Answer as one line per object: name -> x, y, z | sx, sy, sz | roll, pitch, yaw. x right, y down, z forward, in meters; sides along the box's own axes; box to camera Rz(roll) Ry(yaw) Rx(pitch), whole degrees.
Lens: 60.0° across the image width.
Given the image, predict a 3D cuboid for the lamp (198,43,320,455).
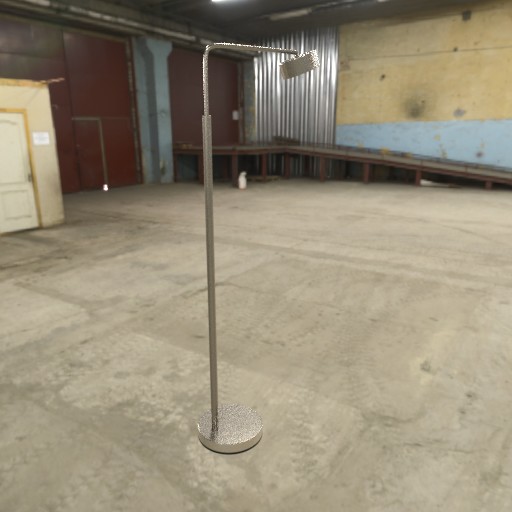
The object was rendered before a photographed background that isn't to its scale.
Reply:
lamp -> 0.000, 0.000, 1.426 | 0.421, 1.250, 0.222 | -7, 17, -26
